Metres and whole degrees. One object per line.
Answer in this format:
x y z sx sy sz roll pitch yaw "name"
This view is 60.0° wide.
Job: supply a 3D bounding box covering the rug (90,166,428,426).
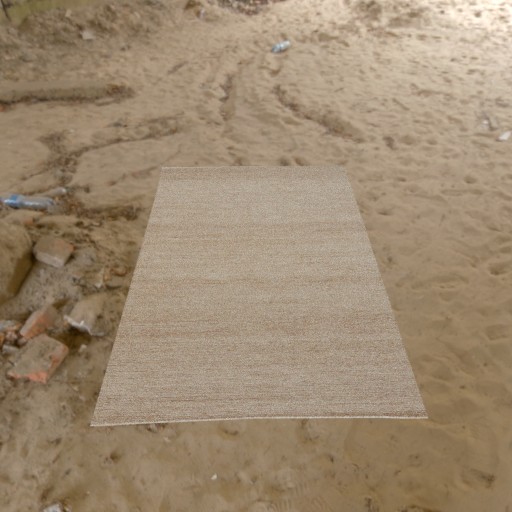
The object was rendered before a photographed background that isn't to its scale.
0.000 0.000 2.933 1.574 0.029 2.346 -1 41 -1 "rug"
